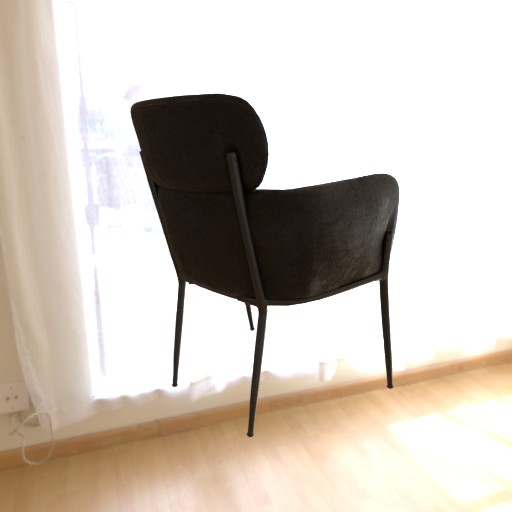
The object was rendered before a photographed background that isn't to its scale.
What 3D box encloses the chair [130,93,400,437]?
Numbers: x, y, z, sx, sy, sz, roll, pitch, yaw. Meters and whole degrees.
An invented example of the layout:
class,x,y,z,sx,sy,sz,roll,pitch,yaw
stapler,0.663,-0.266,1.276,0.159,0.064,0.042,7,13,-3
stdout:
class,x,y,z,sx,sy,sz,roll,pitch,yaw
chair,0.000,0.000,1.262,0.604,0.818,0.640,-14,20,-43
